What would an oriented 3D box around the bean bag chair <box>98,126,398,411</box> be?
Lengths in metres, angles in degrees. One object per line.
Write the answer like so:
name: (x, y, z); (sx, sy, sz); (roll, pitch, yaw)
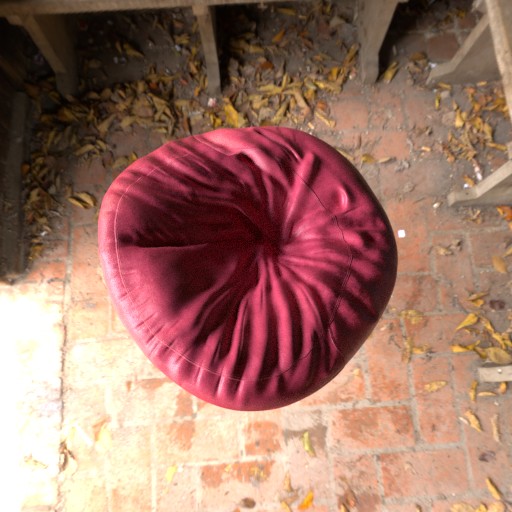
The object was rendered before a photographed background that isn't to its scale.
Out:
bean bag chair: (0.000, 0.000, 2.443); (1.524, 0.878, 1.524); (-32, 78, -7)
